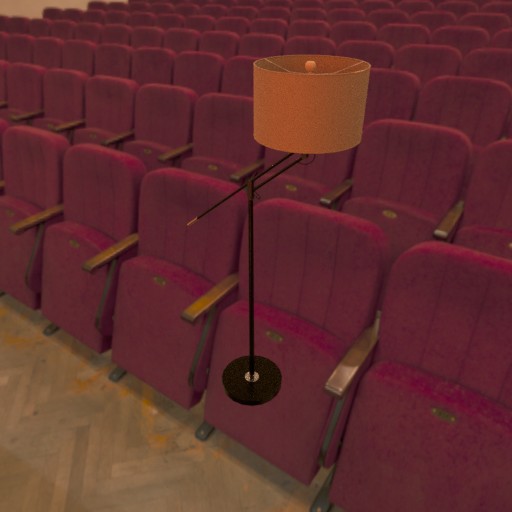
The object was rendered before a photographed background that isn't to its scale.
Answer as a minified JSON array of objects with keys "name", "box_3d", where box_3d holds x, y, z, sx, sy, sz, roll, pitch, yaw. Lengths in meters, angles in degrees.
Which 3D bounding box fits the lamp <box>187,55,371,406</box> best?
[{"name":"lamp","box_3d":[0.000,0.000,1.965,0.809,1.635,0.373,21,38,29]}]
